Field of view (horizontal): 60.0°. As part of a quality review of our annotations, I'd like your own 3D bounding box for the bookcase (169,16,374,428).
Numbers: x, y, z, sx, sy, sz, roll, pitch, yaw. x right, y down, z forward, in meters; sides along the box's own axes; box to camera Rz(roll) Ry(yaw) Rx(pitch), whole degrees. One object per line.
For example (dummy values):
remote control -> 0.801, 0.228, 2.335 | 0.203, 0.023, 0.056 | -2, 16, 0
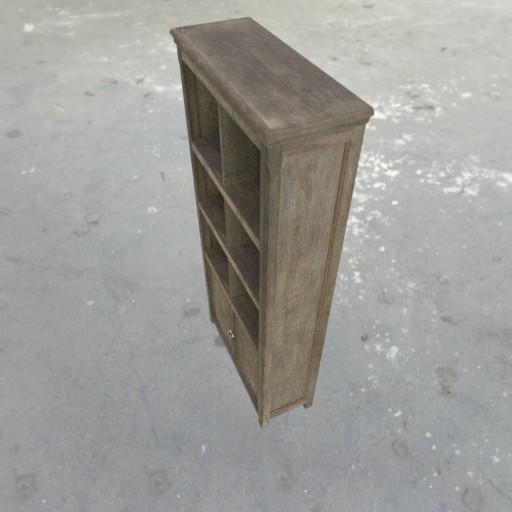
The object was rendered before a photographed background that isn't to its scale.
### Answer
bookcase -> 0.000, 0.000, 2.180 | 0.348, 1.880, 0.906 | -18, 48, -17
